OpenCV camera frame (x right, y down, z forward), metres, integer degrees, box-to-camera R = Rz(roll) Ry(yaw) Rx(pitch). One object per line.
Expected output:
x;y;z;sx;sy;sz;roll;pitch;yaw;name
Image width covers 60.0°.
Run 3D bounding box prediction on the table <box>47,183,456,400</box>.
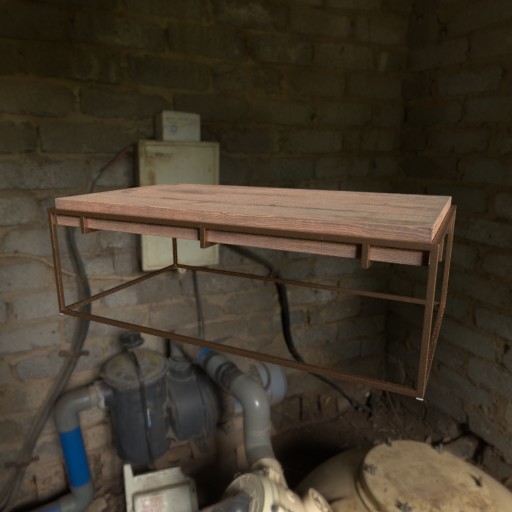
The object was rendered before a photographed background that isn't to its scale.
0.000;0.000;1.767;1.387;0.468;0.775;7;16;26;table
